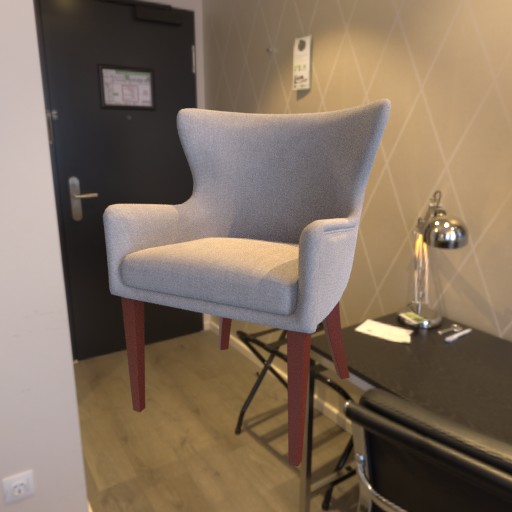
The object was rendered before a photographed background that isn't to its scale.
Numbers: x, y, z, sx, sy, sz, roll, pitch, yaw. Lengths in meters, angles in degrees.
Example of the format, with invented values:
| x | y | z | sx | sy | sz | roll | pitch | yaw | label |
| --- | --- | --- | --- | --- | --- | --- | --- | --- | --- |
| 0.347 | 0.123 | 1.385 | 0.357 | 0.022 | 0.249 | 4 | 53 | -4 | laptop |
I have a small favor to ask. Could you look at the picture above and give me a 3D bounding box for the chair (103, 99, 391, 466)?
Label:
| x | y | z | sx | sy | sz | roll | pitch | yaw | label |
| --- | --- | --- | --- | --- | --- | --- | --- | --- | --- |
| 0.000 | 0.000 | 1.418 | 0.732 | 0.948 | 0.677 | 7 | 16 | 26 | chair |
